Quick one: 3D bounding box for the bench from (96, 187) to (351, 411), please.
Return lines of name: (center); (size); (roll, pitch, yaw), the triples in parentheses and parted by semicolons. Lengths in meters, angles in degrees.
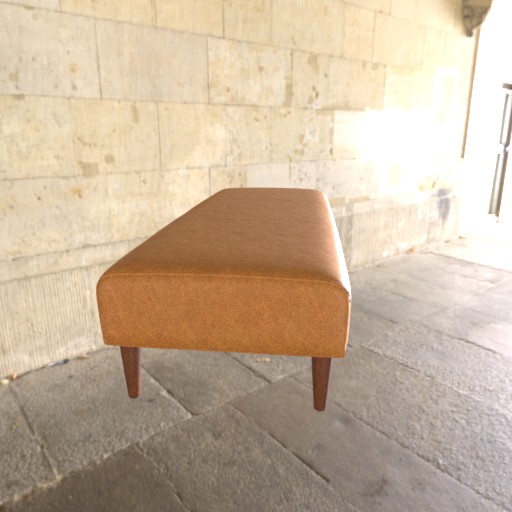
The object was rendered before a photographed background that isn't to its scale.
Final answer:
bench: (0.000, 0.000, 1.853); (0.653, 0.399, 1.610); (2, 16, 6)
